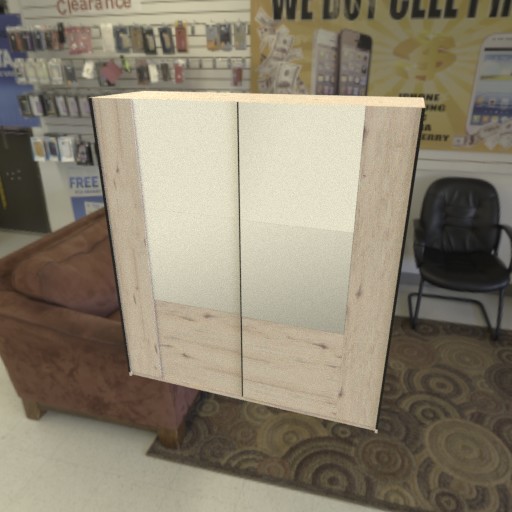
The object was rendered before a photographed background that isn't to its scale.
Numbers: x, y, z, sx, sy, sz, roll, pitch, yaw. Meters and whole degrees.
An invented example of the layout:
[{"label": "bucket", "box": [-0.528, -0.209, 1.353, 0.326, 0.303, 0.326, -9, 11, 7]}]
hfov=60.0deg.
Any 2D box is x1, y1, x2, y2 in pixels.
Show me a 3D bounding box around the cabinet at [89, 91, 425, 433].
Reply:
[{"label": "cabinet", "box": [0.000, 0.000, 3.231, 2.000, 2.180, 0.660, 8, 25, 17]}]
